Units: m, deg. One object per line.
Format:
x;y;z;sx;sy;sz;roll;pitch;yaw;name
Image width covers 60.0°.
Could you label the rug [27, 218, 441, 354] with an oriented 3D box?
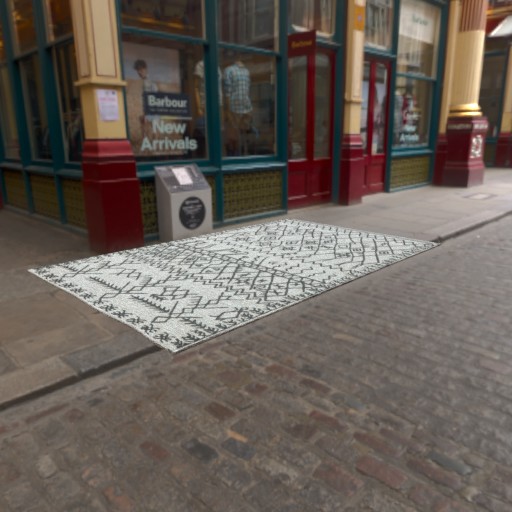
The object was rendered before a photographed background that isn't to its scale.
0.000;0.000;4.743;2.393;0.019;3.824;14;21;43;rug
